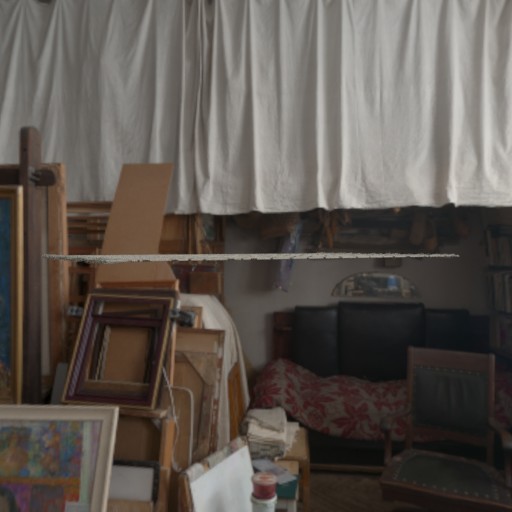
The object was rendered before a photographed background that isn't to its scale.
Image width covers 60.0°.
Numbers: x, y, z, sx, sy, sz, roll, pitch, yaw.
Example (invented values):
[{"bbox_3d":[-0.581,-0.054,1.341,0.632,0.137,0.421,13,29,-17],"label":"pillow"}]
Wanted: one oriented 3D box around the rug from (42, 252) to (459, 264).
[{"bbox_3d":[0.000,0.000,3.031,2.472,0.035,1.495,-1,1,-34],"label":"rug"}]
